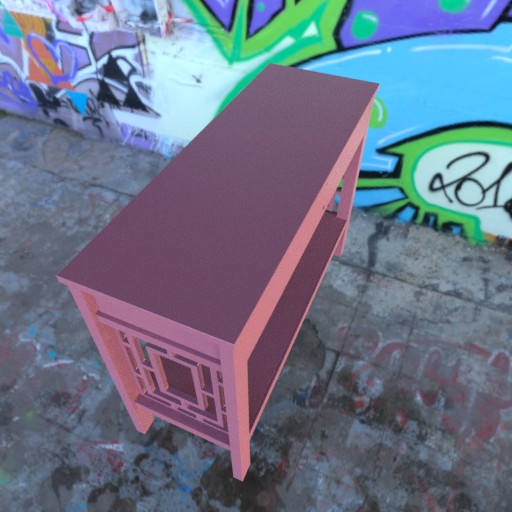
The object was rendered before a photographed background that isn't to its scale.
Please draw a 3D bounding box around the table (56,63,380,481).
[{"bbox_3d":[0.000,0.000,1.415,0.397,0.753,1.068,18,49,16],"label":"table"}]
